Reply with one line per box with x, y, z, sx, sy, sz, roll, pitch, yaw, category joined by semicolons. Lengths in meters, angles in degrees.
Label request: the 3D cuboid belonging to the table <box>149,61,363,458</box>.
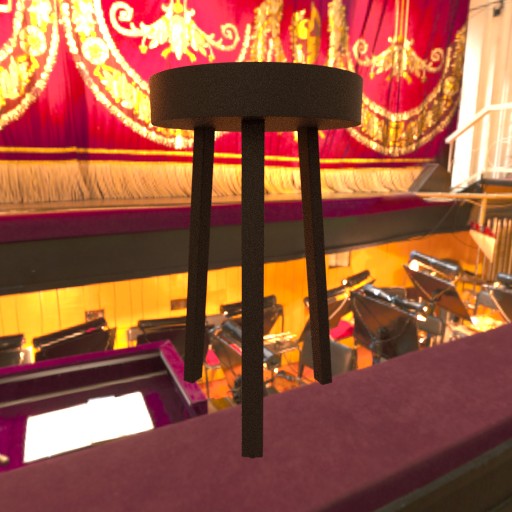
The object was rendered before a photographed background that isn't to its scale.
0.000;0.000;0.936;0.406;0.686;0.406;-6;14;-27;table
